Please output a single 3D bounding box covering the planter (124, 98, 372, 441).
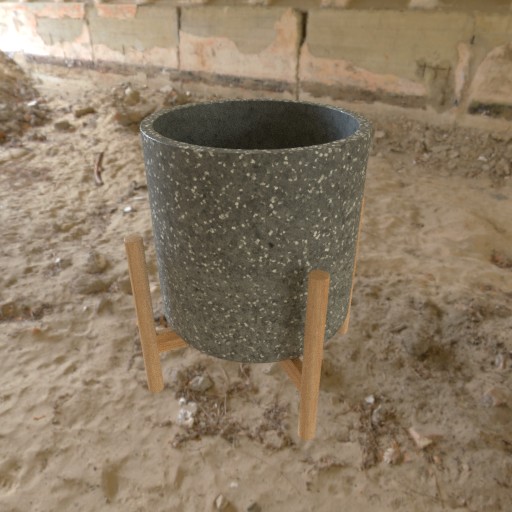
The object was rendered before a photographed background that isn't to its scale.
[{"bbox_3d":[0.000,0.000,0.697,0.360,0.419,0.360,-1,30,-1],"label":"planter"}]
